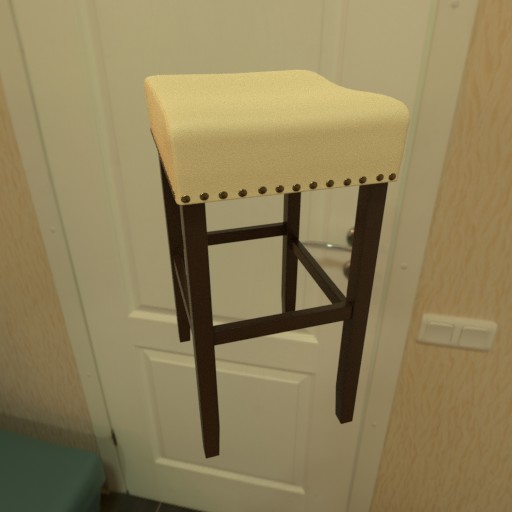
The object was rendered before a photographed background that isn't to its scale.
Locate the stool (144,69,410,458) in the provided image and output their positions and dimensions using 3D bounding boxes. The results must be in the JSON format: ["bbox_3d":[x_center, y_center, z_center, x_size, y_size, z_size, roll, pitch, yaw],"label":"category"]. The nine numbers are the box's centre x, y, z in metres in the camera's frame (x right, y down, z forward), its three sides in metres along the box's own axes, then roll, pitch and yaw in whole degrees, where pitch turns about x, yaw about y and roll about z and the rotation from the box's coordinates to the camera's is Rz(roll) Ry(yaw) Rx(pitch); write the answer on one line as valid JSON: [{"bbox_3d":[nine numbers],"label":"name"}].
[{"bbox_3d":[0.000,0.000,1.046,0.401,0.762,0.471,-8,31,-14],"label":"stool"}]
